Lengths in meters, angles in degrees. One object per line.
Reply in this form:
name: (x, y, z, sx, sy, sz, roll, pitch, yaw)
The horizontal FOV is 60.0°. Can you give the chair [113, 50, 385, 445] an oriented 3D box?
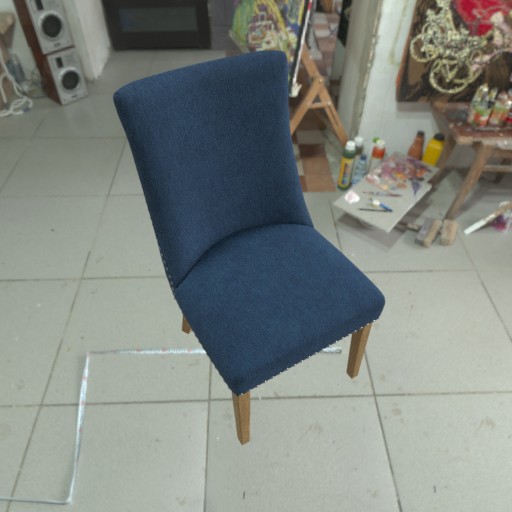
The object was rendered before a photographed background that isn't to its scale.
chair: (0.000, 0.000, 1.269, 0.495, 0.902, 0.610, -24, 50, -21)
